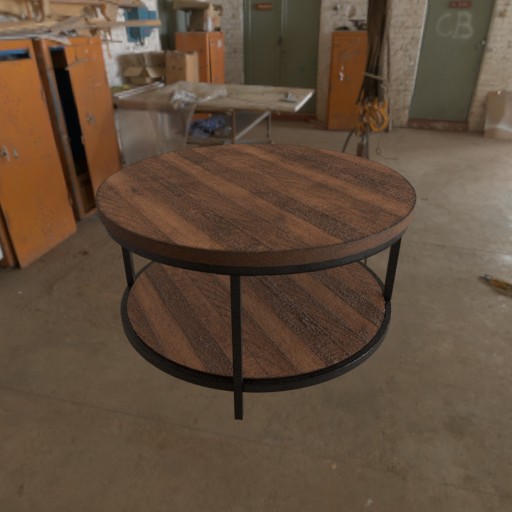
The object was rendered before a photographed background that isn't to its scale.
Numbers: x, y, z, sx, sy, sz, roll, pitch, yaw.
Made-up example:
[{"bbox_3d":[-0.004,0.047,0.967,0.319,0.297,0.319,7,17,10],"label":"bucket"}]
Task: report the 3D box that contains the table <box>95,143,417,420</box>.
[{"bbox_3d":[0.000,0.000,1.321,0.837,0.462,0.837,0,28,0],"label":"table"}]
